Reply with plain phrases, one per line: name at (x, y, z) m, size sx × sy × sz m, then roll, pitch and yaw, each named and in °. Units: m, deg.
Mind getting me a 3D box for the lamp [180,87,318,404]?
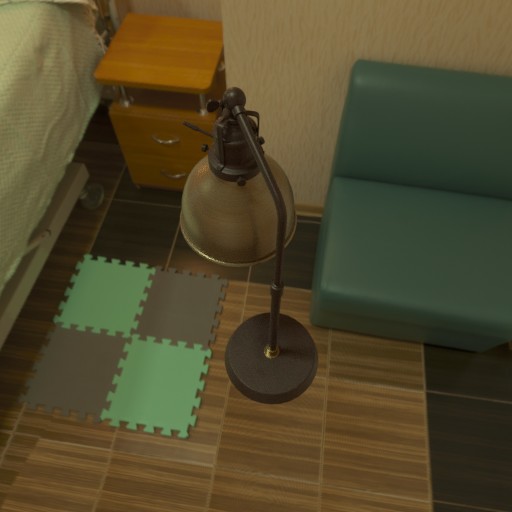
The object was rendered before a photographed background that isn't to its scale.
lamp at (0.000, 0.000, 0.622) m, size 0.175 × 0.469 × 0.298 m, roll -17°, pitch 58°, yaw -11°
